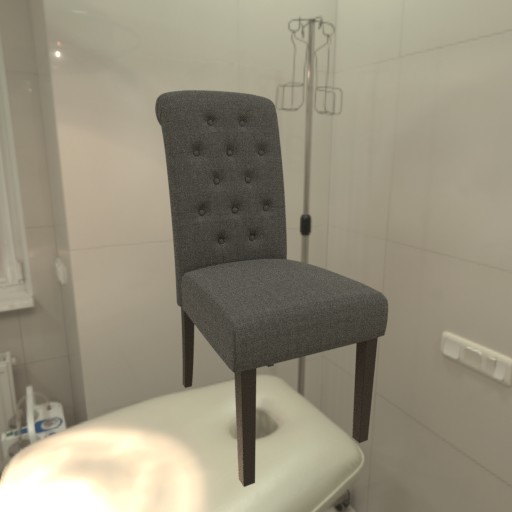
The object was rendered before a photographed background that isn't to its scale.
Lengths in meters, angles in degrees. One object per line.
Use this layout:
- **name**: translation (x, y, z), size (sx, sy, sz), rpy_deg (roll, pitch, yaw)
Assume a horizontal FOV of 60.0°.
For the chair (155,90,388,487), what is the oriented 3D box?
- **chair**: translation (0.000, 0.000, 1.355), size (0.456, 1.006, 0.671), rpy_deg (-7, 15, -26)
